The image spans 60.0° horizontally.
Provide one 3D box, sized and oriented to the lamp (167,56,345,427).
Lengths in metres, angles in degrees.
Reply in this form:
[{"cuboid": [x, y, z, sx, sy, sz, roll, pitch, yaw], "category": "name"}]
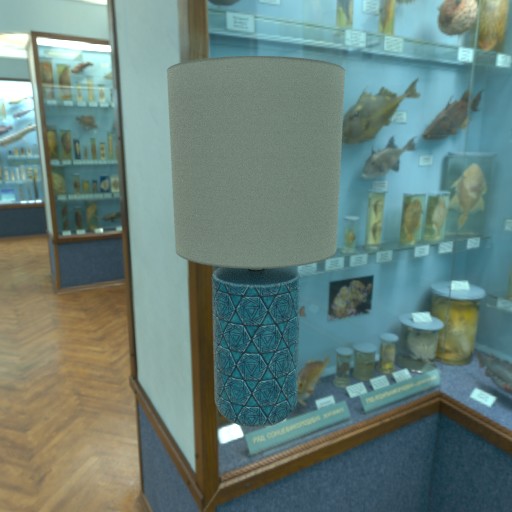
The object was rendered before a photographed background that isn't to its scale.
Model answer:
[{"cuboid": [0.000, 0.000, 0.775, 0.278, 0.597, 0.278, -7, 15, -27], "category": "lamp"}]
